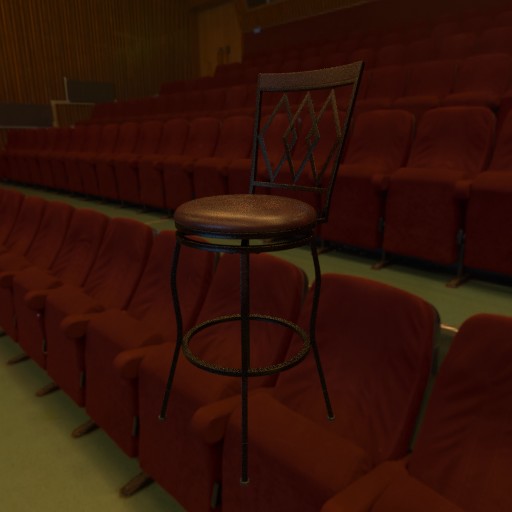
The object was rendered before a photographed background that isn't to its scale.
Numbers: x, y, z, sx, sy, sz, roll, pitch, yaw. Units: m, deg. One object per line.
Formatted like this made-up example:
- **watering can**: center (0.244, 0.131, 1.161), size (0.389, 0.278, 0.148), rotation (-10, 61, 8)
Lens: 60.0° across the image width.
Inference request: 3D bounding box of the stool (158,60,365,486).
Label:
- **stool**: center (0.000, 0.000, 1.388), size (0.432, 1.134, 0.521), rotation (15, 21, 43)
